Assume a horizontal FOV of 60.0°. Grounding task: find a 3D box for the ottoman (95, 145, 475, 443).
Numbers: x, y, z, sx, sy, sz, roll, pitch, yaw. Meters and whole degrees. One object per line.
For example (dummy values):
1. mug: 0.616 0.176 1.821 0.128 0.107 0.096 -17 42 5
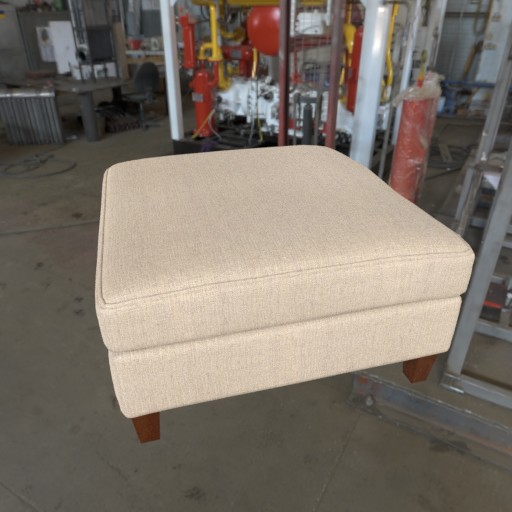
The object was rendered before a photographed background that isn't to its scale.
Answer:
1. ottoman: 0.000 0.000 1.325 0.838 0.481 0.838 -8 31 -13
